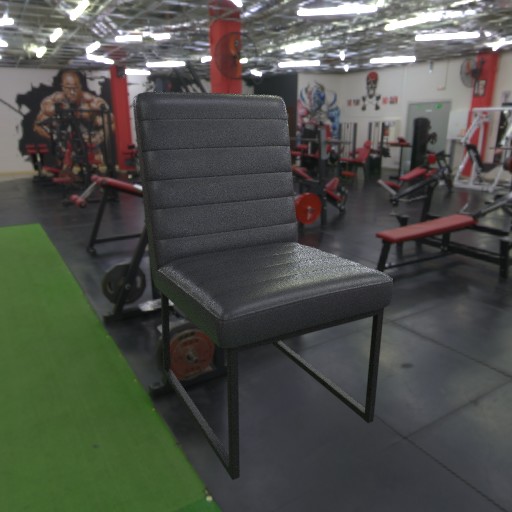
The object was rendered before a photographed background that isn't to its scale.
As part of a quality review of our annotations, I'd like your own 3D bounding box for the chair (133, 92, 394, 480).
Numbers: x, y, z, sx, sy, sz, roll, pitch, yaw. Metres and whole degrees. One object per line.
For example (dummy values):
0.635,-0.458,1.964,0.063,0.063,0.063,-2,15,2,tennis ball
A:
0.000,0.000,1.313,0.520,0.930,0.634,-9,20,-27,chair
